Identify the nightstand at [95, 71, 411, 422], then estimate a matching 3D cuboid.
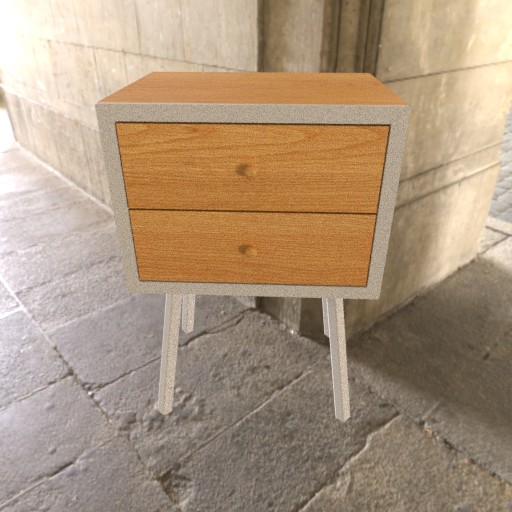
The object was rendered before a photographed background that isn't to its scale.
[{"bbox_3d":[0.000,0.000,0.831,0.400,0.601,0.316,1,30,2],"label":"nightstand"}]
